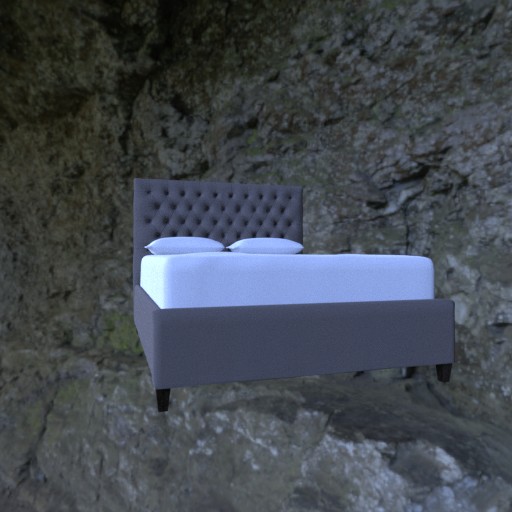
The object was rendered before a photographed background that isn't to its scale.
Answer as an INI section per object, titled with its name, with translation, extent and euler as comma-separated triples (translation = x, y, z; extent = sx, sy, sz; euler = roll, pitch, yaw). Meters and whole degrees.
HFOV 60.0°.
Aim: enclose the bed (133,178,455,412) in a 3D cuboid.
[bed]
translation = 0.000, 0.000, 3.307
extent = 1.696, 1.426, 2.233
euler = 0, 0, -18
